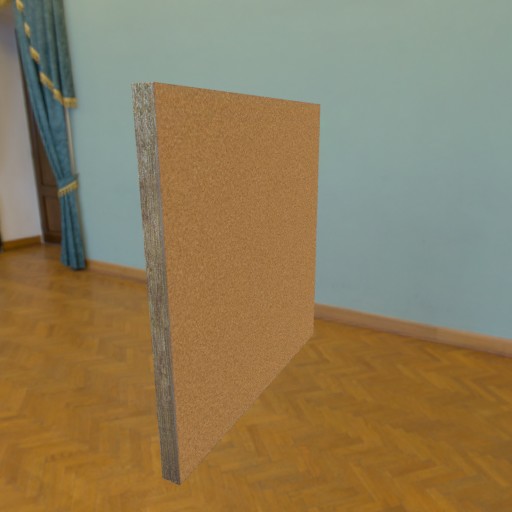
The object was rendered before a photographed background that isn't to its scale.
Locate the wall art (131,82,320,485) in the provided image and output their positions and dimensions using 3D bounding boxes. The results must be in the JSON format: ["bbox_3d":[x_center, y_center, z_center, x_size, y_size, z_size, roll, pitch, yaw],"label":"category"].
[{"bbox_3d":[0.000,0.000,0.892,0.042,0.608,0.611,8,18,26],"label":"wall art"}]
